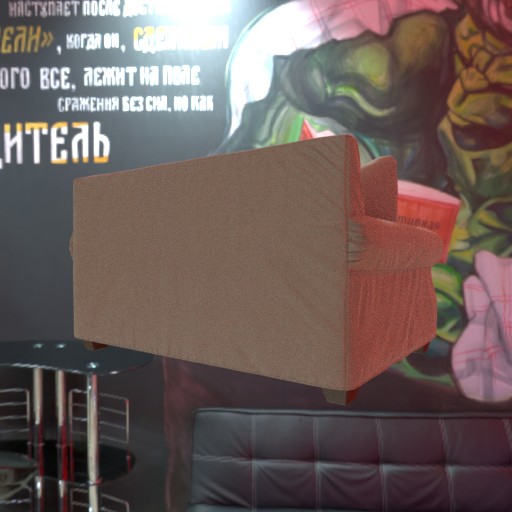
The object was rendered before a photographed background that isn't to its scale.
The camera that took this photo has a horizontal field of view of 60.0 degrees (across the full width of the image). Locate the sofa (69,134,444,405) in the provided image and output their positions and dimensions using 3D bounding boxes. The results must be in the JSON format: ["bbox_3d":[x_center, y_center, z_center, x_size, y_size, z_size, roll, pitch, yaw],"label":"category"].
[{"bbox_3d":[0.000,0.000,2.137,1.550,0.905,1.070,0,1,36],"label":"sofa"}]
